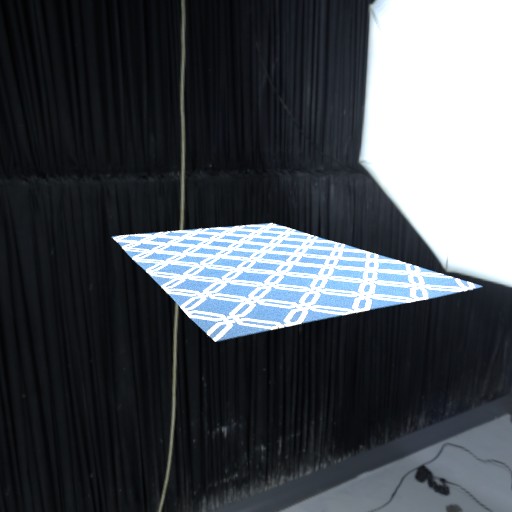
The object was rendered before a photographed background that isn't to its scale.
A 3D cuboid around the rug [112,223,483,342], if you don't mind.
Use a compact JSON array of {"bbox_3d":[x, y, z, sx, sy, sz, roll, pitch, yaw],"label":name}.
[{"bbox_3d":[0.000,0.000,2.264,1.153,0.010,1.755,-7,15,-26],"label":"rug"}]
